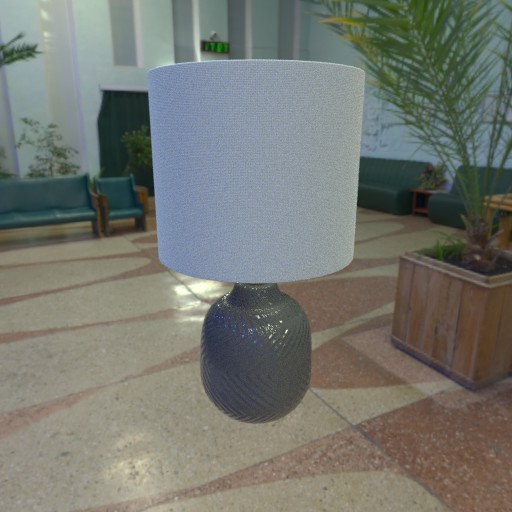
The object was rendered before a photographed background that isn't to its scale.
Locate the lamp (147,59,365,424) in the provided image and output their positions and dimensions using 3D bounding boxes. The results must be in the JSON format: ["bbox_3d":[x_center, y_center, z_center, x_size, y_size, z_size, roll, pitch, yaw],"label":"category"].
[{"bbox_3d":[0.000,0.000,0.482,0.207,0.366,0.207,-8,18,-25],"label":"lamp"}]
